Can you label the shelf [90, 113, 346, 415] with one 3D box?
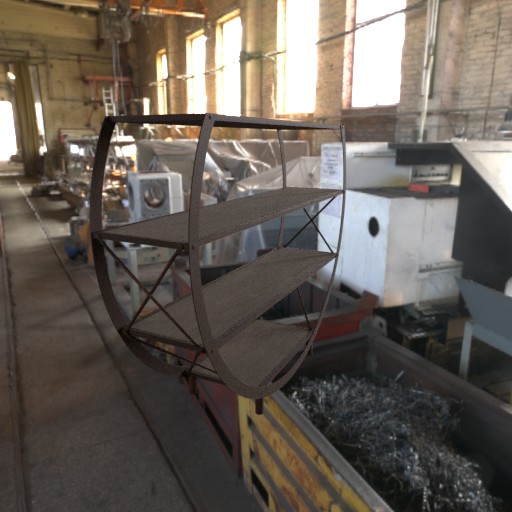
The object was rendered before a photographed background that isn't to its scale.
[{"bbox_3d":[0.000,0.000,1.836,0.344,1.063,1.403,7,16,26],"label":"shelf"}]
